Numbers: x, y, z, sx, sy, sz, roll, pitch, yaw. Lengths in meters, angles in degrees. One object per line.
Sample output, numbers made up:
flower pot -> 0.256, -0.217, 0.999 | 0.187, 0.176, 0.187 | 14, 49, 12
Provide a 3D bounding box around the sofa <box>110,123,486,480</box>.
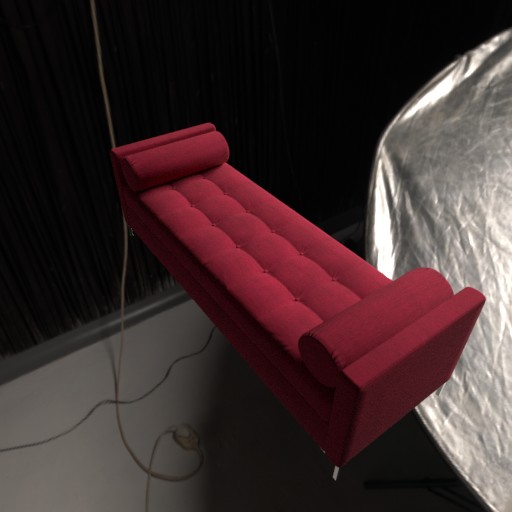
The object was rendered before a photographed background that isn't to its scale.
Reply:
sofa -> 0.000, 0.000, 2.282 | 0.686, 0.635, 1.981 | -24, 45, -27
